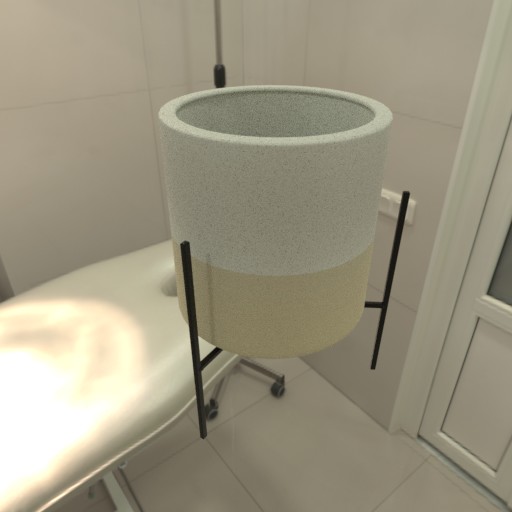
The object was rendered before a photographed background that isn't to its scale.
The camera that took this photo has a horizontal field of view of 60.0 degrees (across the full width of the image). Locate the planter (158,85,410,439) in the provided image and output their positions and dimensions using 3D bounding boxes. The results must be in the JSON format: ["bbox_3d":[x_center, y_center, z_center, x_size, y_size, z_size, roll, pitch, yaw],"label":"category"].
[{"bbox_3d":[0.000,0.000,0.551,0.263,0.362,0.267,-23,38,-32],"label":"planter"}]
